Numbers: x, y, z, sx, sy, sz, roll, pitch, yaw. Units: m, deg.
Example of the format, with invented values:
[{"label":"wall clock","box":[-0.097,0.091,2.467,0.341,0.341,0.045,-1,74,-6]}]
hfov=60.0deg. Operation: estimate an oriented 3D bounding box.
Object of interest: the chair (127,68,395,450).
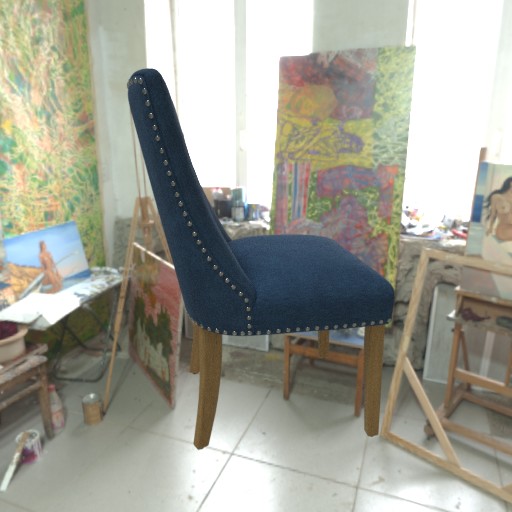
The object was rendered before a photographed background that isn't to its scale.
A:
[{"label":"chair","box":[0.000,0.000,1.218,0.610,0.902,0.495,-2,16,-9]}]
